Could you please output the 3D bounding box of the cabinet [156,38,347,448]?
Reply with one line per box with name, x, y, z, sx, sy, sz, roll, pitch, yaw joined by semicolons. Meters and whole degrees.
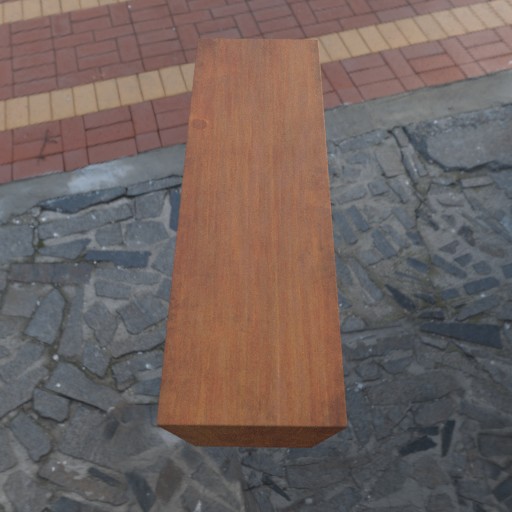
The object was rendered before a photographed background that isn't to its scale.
cabinet;0.000;0.000;1.557;0.403;0.805;1.204;1;63;0
